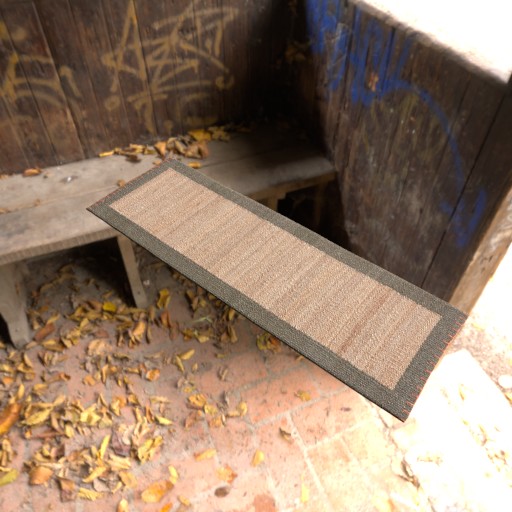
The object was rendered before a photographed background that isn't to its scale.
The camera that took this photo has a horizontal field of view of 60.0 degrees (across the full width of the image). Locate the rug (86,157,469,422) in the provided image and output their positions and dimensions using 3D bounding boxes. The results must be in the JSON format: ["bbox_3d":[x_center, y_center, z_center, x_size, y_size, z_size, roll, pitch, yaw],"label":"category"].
[{"bbox_3d":[0.000,0.000,2.779,2.413,0.016,0.810,31,54,26],"label":"rug"}]
